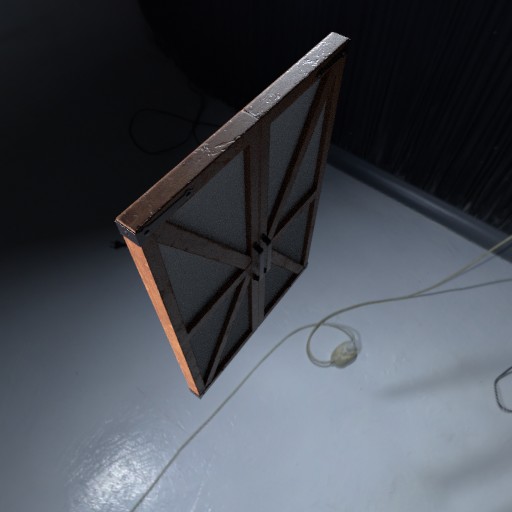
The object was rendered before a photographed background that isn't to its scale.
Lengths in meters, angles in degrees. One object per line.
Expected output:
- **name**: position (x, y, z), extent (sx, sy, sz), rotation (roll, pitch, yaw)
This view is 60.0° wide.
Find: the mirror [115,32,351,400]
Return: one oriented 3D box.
- **mirror**: position (0.000, 0.000, 0.973), extent (0.053, 0.761, 0.517), rotation (32, 63, 19)
